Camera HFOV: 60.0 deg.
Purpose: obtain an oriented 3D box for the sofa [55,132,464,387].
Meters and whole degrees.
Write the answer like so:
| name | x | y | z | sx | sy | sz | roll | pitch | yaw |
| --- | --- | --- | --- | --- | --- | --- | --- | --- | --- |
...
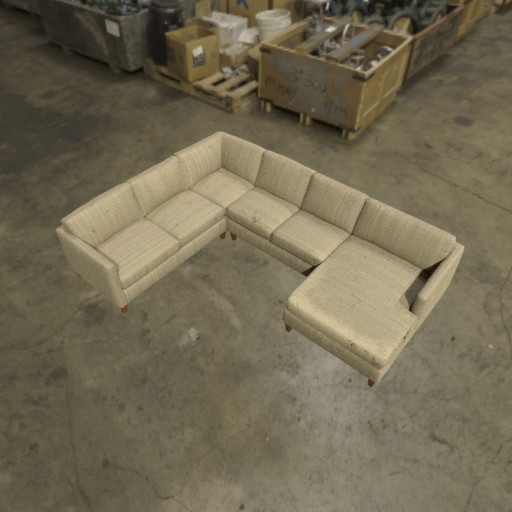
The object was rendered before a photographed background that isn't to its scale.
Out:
| name | x | y | z | sx | sy | sz | roll | pitch | yaw |
| --- | --- | --- | --- | --- | --- | --- | --- | --- | --- |
| sofa | 0.000 | 0.000 | 4.764 | 3.460 | 0.961 | 2.594 | 31 | 53 | 27 |
